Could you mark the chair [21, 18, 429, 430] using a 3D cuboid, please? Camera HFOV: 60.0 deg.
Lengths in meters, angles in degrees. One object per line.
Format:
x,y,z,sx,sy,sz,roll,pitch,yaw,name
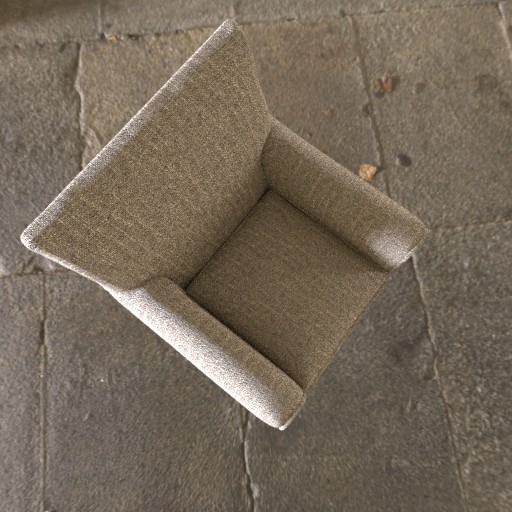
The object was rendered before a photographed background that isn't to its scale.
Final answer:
0.000,0.000,1.583,0.873,0.928,0.864,37,79,9,chair
